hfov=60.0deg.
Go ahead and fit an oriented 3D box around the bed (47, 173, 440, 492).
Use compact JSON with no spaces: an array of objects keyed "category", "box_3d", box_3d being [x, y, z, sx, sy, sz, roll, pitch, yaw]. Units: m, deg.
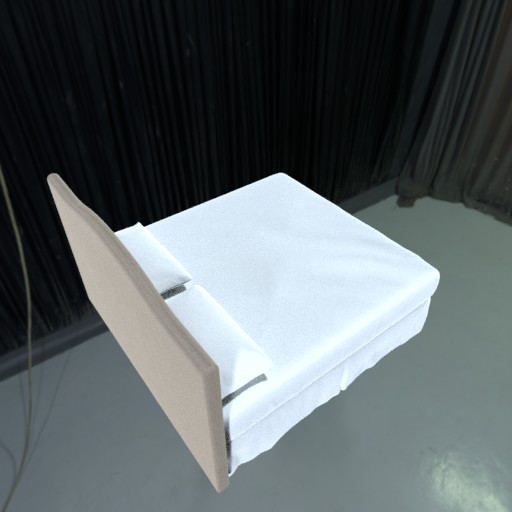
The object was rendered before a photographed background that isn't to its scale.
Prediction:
[{"category":"bed","box_3d":[0.000,0.000,3.415,2.182,1.421,2.083,-27,47,-27]}]
